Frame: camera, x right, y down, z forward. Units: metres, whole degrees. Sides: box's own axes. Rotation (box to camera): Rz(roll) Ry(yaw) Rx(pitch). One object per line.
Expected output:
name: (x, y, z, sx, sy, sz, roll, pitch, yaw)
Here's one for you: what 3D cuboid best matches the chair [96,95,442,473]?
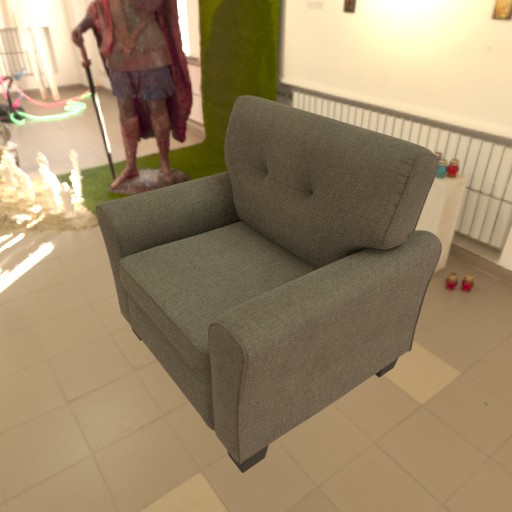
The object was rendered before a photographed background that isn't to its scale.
chair: (0.000, 0.000, 1.559, 0.816, 0.890, 0.941, -22, 38, -31)
